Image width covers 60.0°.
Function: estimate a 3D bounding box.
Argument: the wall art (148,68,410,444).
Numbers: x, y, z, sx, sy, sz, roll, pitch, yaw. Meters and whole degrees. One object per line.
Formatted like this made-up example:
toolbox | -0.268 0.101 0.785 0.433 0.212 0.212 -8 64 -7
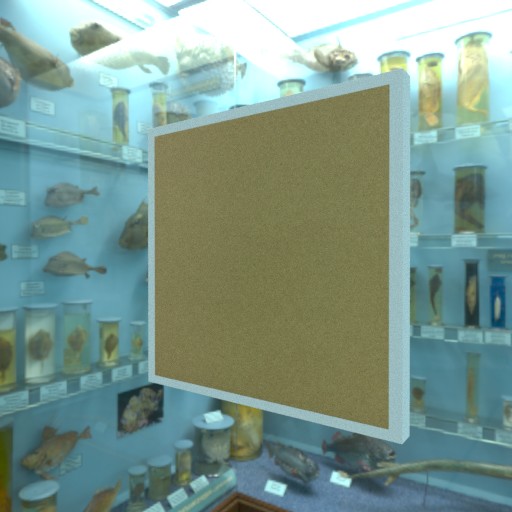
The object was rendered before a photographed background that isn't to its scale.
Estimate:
wall art | 0.000 0.000 0.458 0.307 0.307 0.020 0 0 35
